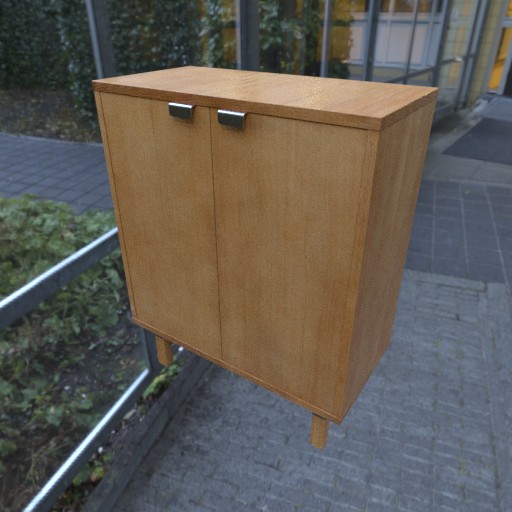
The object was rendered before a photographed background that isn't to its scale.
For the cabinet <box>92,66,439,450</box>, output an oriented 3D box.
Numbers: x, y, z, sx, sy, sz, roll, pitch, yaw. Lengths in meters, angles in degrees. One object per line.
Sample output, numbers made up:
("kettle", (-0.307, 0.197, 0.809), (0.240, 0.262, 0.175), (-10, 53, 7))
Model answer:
("cabinet", (0.000, 0.000, 1.371), (0.800, 1.001, 0.419), (18, 34, 29))
